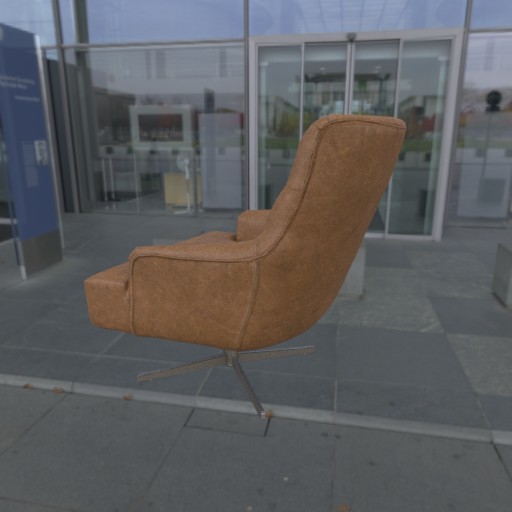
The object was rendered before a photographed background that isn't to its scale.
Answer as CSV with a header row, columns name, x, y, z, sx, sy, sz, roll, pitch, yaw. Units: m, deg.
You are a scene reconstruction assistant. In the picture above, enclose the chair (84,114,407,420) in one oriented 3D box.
name,x,y,z,sx,sy,sz,roll,pitch,yaw
chair,0.000,0.000,1.471,0.874,0.869,0.729,8,17,25
